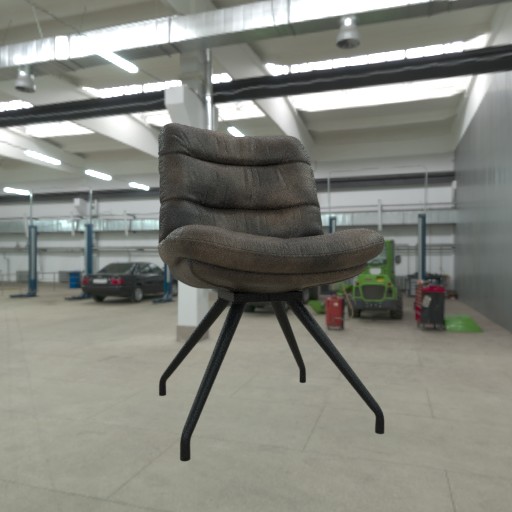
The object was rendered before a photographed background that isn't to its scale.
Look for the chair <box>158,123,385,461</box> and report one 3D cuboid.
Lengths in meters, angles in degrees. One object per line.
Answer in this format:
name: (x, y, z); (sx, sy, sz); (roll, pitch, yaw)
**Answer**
chair: (0.000, 0.000, 1.260); (0.549, 0.870, 0.622); (0, 0, -18)
